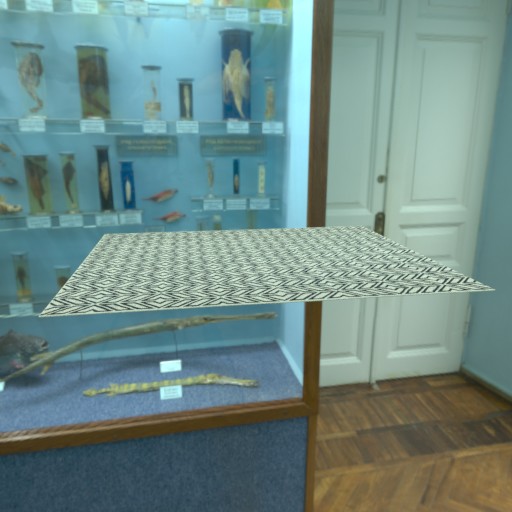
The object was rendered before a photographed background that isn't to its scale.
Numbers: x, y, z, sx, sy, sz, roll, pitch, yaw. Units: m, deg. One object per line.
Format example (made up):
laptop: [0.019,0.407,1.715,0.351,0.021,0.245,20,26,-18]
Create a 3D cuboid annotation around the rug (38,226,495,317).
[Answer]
rug: [0.000,0.000,4.054,3.045,0.008,2.421,-2,15,-9]
